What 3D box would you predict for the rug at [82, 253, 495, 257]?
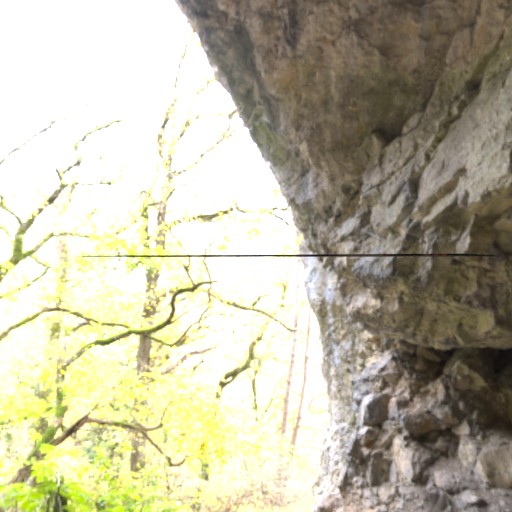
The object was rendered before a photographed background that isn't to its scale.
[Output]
[{"bbox_3d":[0.000,0.000,2.655,2.440,0.009,0.760,0,0,36],"label":"rug"}]
